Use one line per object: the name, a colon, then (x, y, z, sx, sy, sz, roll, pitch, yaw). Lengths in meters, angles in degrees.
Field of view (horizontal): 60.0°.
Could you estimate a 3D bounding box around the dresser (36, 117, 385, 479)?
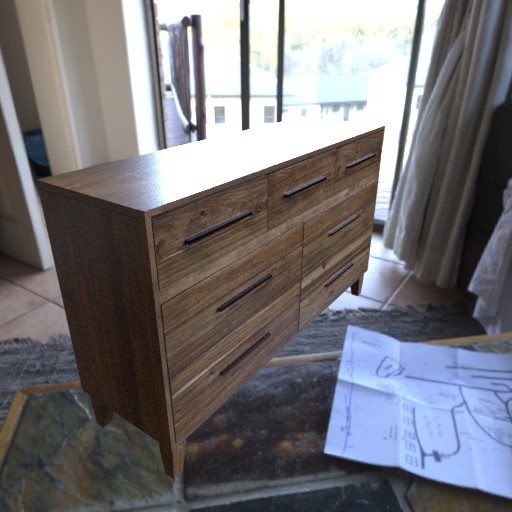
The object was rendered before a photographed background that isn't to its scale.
dresser: (0.000, 0.000, 1.771, 0.446, 0.873, 1.400, 17, 31, 32)
